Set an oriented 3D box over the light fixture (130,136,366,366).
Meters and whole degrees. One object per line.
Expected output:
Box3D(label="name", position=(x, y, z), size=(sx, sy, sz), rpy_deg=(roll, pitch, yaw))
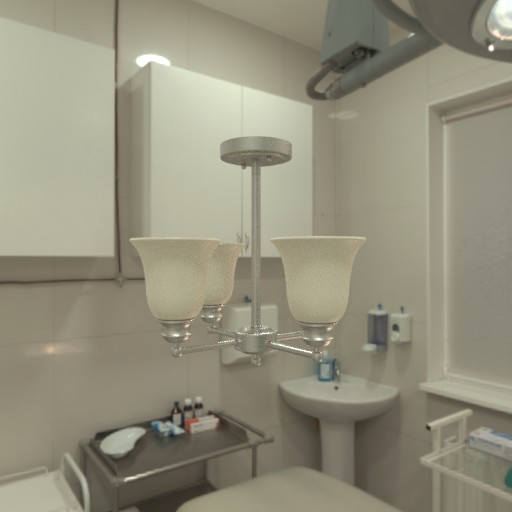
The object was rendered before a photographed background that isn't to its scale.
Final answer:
Box3D(label="light fixture", position=(0.000, 0.000, 0.745), size=(0.427, 0.370, 0.427), rpy_deg=(0, 0, -36))
